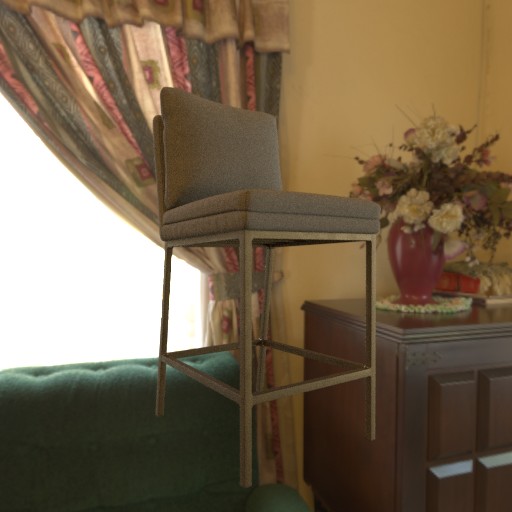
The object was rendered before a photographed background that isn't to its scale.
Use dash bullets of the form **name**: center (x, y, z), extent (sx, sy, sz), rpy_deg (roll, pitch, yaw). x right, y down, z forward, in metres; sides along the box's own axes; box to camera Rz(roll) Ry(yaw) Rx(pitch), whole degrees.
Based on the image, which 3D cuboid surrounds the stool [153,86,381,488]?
- **stool**: center (0.000, 0.000, 1.330), extent (0.463, 1.030, 0.569), rpy_deg (-1, 1, -36)
